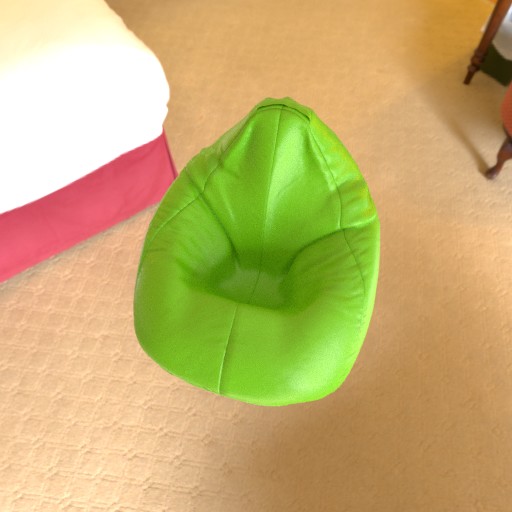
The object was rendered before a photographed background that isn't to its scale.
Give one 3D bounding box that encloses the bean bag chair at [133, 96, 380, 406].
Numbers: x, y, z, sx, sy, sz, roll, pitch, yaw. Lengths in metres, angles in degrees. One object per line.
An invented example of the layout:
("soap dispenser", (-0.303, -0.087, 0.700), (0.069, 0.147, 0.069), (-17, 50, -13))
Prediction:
("bean bag chair", (0.000, 0.000, 1.870), (1.070, 0.990, 1.070), (14, 60, 8))
